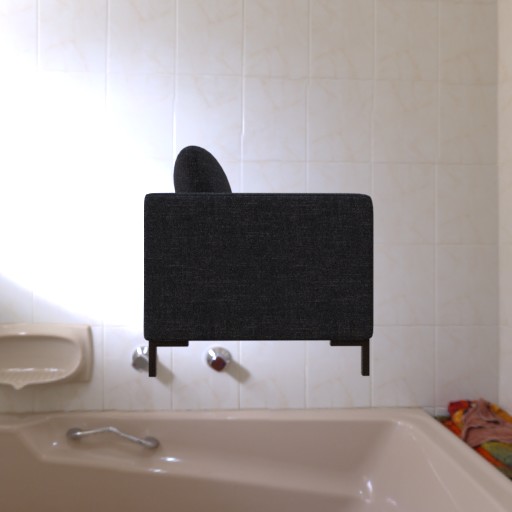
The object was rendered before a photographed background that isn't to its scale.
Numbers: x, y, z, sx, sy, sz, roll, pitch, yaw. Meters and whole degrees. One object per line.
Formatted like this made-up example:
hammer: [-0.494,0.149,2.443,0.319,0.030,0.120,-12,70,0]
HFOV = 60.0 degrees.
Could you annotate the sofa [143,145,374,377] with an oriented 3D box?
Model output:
sofa: [0.000,0.000,2.699,0.859,0.874,2.218,0,0,-1]
